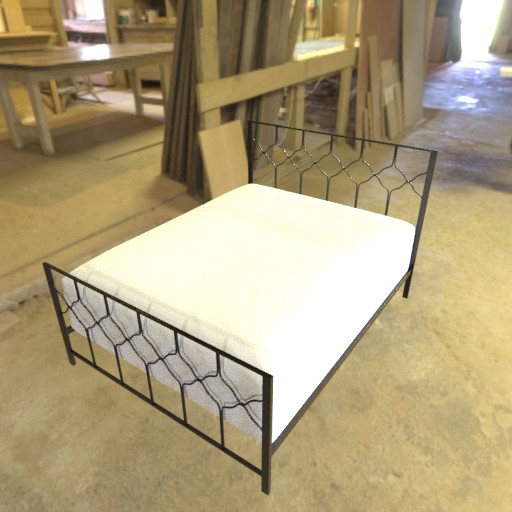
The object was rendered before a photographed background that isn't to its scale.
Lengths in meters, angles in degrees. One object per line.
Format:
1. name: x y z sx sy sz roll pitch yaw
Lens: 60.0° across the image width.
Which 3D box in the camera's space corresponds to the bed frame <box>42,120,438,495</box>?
1. bed frame: 0.000 0.000 3.002 1.597 1.222 2.063 19 35 30
